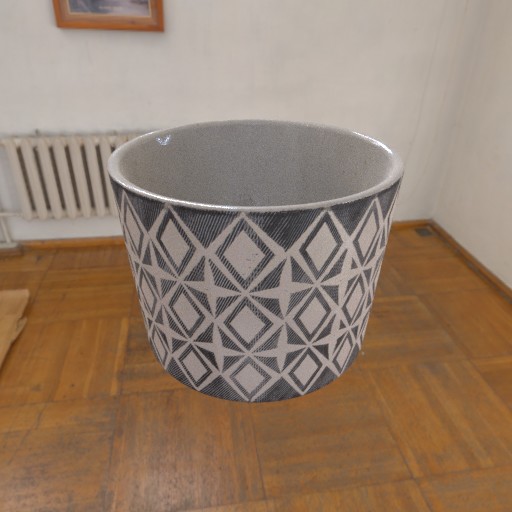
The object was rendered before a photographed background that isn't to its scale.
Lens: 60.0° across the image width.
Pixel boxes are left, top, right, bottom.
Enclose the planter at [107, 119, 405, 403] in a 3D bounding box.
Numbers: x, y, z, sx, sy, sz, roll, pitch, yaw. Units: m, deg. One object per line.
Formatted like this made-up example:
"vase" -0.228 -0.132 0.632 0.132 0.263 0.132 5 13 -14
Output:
"planter" 0.000 0.000 0.457 0.260 0.220 0.260 0 30 0
